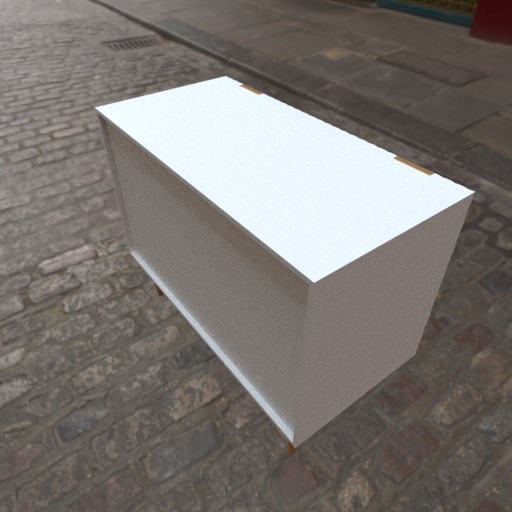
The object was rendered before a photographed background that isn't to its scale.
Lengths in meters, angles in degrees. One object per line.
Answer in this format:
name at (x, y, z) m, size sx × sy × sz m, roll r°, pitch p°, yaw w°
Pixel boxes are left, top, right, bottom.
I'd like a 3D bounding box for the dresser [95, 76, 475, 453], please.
dresser at (0.000, 0.000, 1.313) m, size 0.457 × 0.721 × 0.905 m, roll -26°, pitch 46°, yaw -28°
